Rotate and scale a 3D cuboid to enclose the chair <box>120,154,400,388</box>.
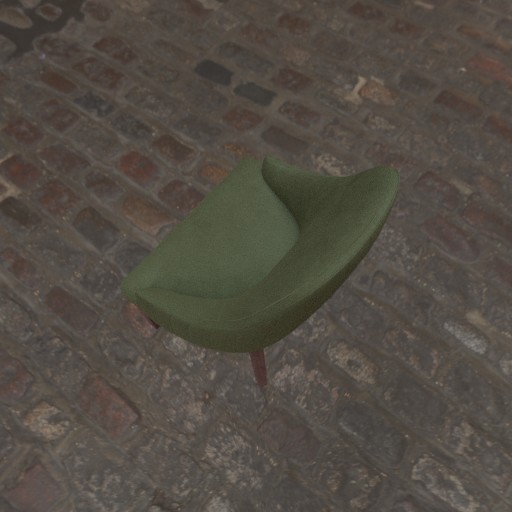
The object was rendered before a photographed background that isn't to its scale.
[{"bbox_3d":[0.000,0.000,1.312,0.575,0.889,0.643,35,69,16],"label":"chair"}]
